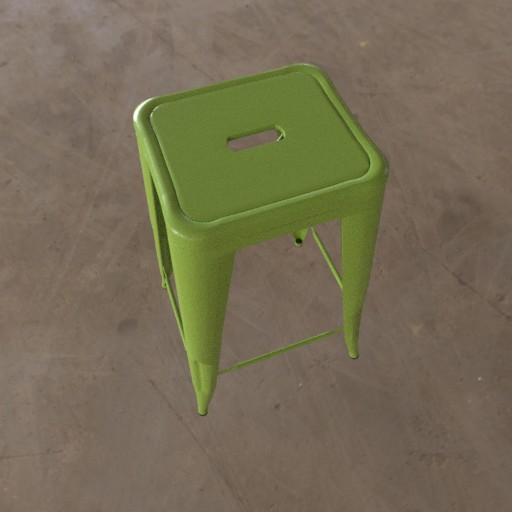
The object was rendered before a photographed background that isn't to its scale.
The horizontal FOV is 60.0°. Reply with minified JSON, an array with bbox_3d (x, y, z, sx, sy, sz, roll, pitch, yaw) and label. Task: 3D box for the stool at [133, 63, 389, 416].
[{"bbox_3d":[0.000,0.000,0.844,0.398,0.609,0.358,-17,60,-10],"label":"stool"}]
